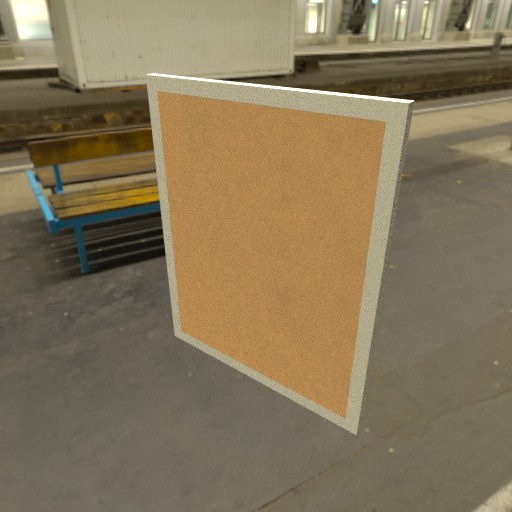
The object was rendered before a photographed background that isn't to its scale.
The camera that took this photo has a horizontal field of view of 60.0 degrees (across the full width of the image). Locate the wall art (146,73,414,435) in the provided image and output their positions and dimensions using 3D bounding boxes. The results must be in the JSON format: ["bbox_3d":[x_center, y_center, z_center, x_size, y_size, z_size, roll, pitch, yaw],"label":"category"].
[{"bbox_3d":[0.000,0.000,1.119,0.661,0.811,0.026,20,34,32],"label":"wall art"}]
